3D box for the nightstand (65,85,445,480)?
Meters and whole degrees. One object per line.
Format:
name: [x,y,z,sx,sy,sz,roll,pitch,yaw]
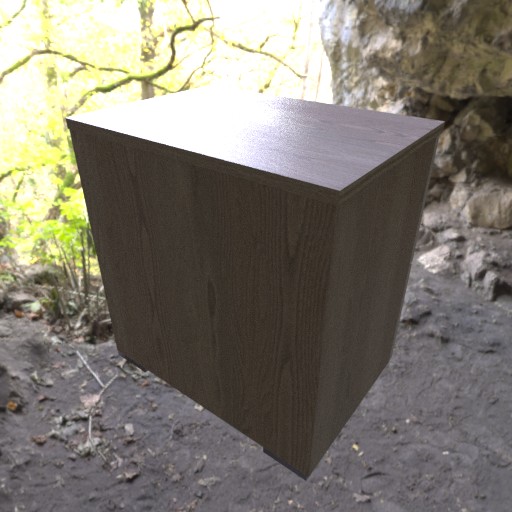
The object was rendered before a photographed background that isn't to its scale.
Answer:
nightstand: [0.000,0.000,0.754,0.442,0.461,0.325,22,37,31]
